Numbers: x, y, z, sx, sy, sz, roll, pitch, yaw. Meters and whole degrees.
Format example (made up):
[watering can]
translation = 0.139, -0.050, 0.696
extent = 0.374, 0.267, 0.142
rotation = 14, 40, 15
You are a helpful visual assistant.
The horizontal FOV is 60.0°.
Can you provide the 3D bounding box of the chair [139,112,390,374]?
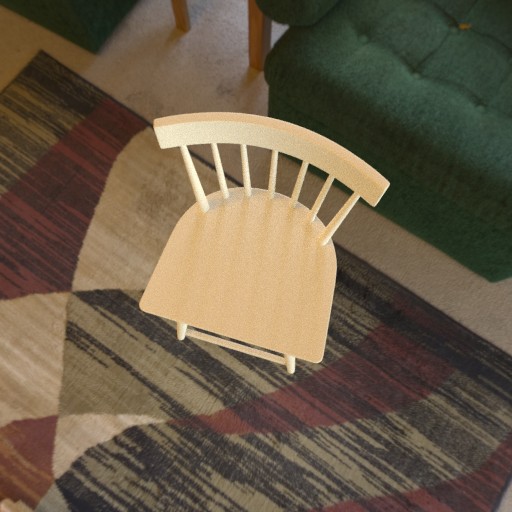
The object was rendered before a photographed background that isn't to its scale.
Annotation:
[chair]
translation = 0.000, 0.000, 1.288
extent = 0.483, 0.952, 0.572
rotation = 16, 76, 4
